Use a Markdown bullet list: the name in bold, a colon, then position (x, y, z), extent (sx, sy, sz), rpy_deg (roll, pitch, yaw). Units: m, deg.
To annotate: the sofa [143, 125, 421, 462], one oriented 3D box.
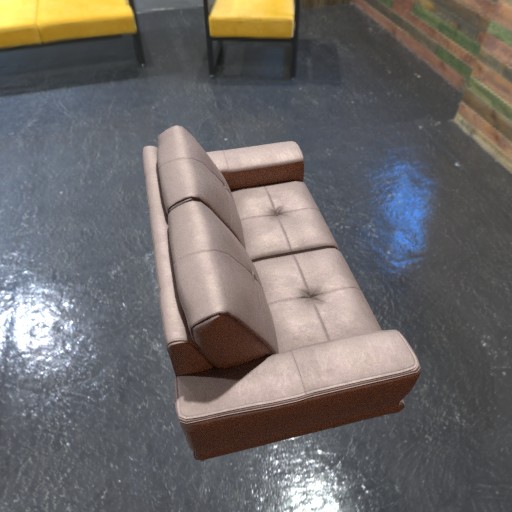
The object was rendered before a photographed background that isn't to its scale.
- **sofa**: position (0.000, 0.000, 2.375), extent (1.018, 0.907, 1.806), rpy_deg (-10, 47, -9)
